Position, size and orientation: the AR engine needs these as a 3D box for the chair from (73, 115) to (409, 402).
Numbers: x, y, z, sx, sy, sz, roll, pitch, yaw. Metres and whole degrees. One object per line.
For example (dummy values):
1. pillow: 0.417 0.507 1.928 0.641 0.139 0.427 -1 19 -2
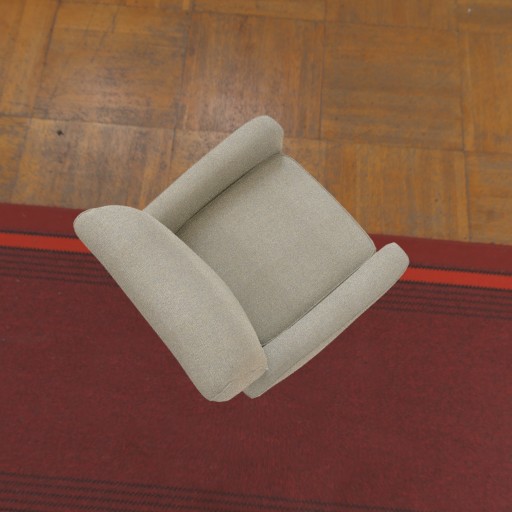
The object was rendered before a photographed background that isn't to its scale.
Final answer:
1. chair: 0.000 0.000 1.693 0.853 1.006 0.850 -39 78 -10
